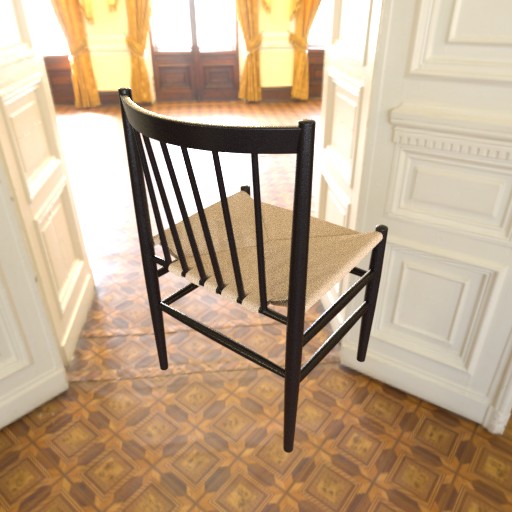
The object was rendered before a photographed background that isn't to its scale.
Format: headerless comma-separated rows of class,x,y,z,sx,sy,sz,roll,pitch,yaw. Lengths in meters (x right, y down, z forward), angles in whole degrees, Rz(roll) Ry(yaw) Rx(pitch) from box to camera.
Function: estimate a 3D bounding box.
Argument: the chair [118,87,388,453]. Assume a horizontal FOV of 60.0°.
chair,0.000,0.000,1.141,0.495,0.818,0.516,22,37,32
